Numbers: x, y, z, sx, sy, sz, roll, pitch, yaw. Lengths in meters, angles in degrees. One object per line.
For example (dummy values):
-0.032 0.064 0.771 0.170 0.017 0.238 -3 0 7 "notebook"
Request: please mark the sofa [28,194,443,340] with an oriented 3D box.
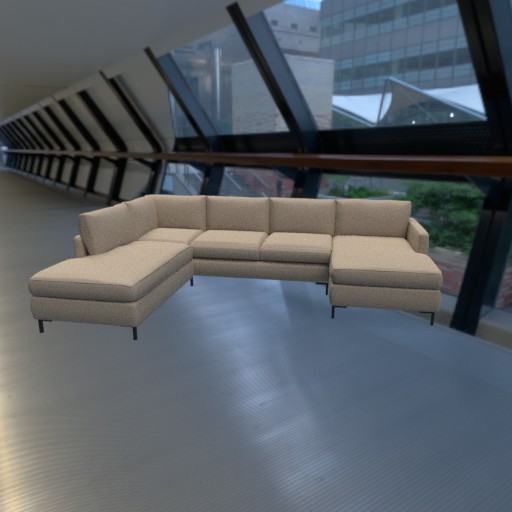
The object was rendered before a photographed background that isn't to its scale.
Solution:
0.000 0.000 3.551 2.737 0.756 1.879 3 15 10 "sofa"
